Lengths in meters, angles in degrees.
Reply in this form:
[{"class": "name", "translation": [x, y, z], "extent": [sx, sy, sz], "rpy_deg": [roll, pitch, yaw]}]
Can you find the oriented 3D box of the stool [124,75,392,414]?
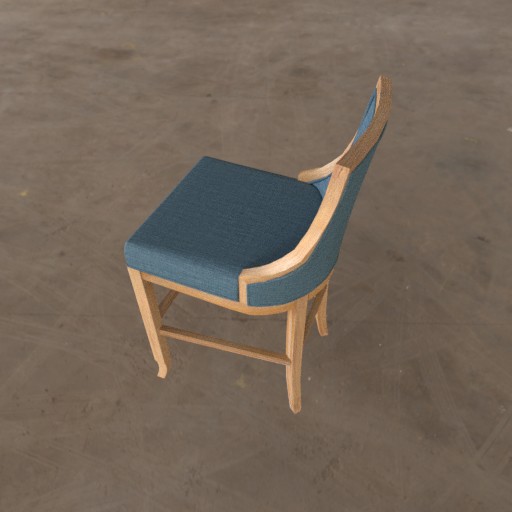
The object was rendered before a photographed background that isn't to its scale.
[{"class": "stool", "translation": [0.000, 0.000, 1.448], "extent": [0.626, 1.101, 0.524], "rpy_deg": [16, 47, 16]}]
